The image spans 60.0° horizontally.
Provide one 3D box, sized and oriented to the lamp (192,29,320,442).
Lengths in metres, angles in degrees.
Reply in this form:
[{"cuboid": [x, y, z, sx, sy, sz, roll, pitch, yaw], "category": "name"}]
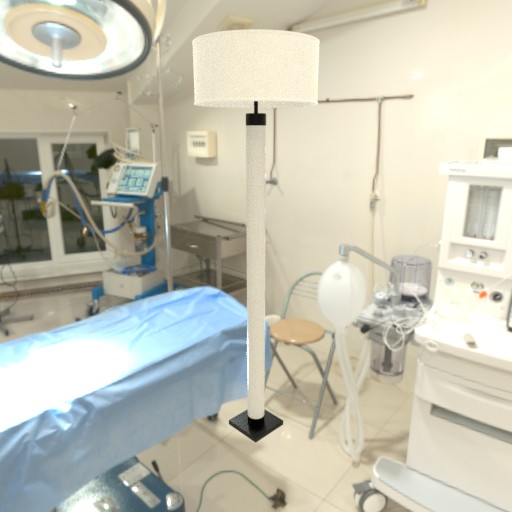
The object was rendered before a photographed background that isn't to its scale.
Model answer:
[{"cuboid": [0.000, 0.000, 1.660, 0.420, 1.475, 0.420, -15, 22, -42], "category": "lamp"}]
